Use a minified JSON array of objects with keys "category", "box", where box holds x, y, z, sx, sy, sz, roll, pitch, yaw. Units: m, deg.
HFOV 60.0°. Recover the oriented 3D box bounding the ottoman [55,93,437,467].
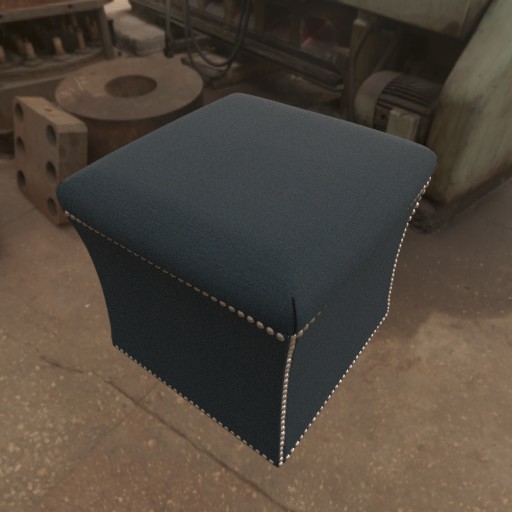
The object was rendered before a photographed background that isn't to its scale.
[{"category":"ottoman","box":[0.000,0.000,0.901,0.497,0.475,0.507,26,48,27]}]
